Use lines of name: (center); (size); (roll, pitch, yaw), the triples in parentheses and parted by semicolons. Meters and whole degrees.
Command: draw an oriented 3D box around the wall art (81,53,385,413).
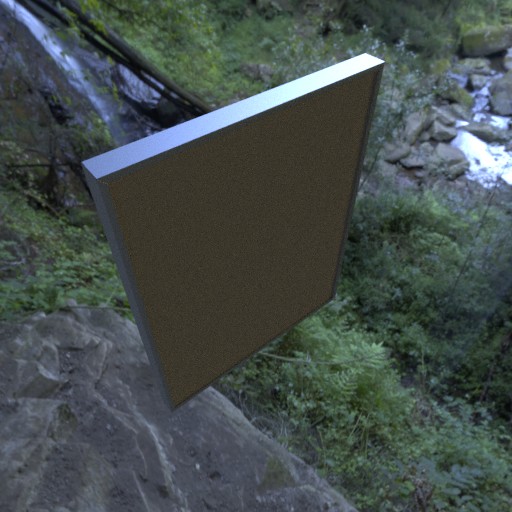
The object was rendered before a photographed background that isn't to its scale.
wall art: (0.000, 0.000, 0.755); (0.445, 0.553, 0.039); (-30, 54, -25)
